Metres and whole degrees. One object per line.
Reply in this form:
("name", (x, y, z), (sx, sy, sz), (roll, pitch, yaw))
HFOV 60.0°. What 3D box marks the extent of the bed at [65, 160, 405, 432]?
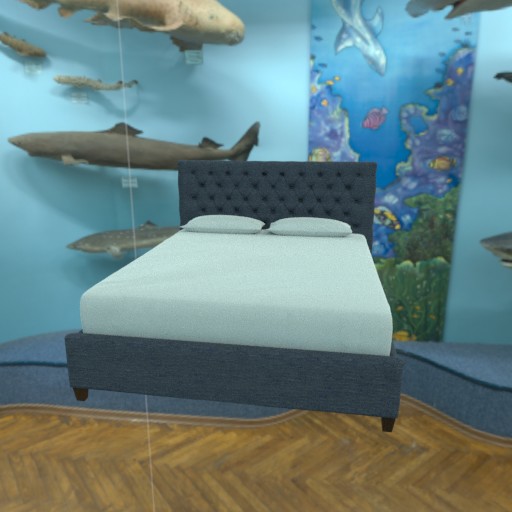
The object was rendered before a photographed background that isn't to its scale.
("bed", (0.000, 0.000, 3.657), (2.078, 1.427, 2.387), (2, 15, 9))
